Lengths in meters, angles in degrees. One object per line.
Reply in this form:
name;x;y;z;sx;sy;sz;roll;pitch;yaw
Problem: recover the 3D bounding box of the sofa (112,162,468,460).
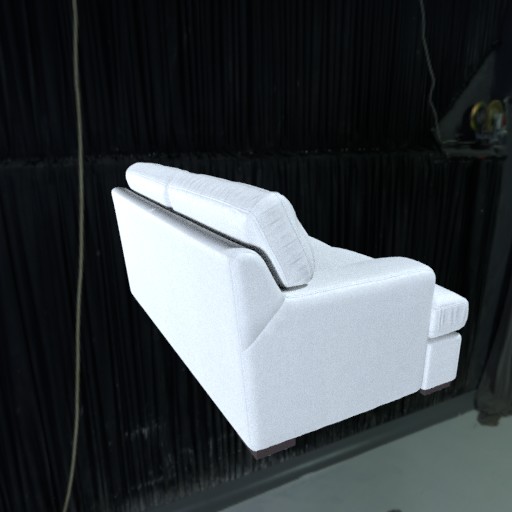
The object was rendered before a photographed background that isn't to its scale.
sofa;0.000;0.000;2.402;1.143;0.940;1.880;-8;18;-27
